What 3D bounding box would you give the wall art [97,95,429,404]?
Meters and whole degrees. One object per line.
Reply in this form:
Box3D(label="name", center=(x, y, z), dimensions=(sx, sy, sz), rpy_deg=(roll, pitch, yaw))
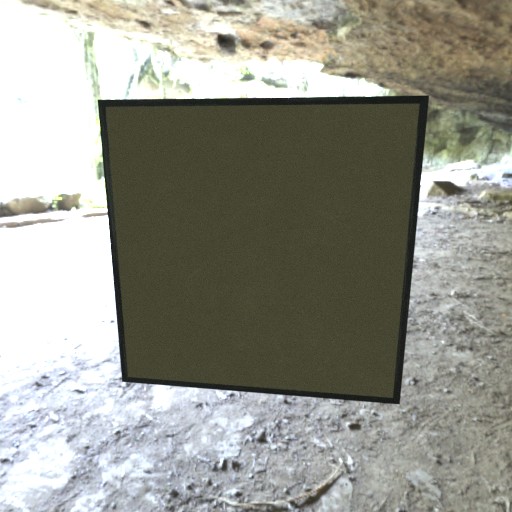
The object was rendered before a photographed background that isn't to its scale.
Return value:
Box3D(label="wall art", center=(0.000, 0.000, 1.129), dimensions=(0.762, 0.758, 0.043), rpy_deg=(2, 15, 8))
